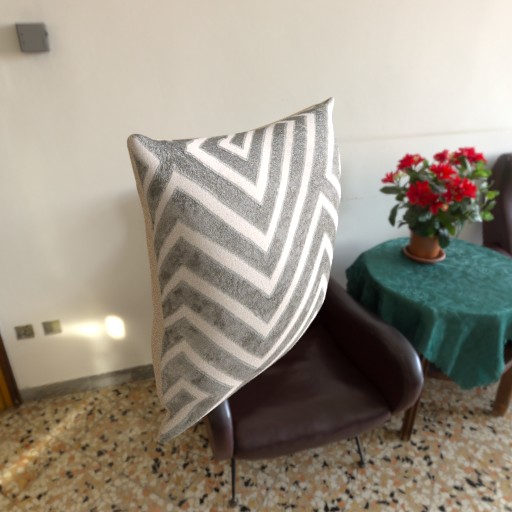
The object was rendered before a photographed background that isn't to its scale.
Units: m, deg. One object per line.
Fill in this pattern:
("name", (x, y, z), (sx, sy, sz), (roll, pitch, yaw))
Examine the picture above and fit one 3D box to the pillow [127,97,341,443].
("pillow", (0.000, 0.000, 0.691), (0.182, 0.441, 0.440), (19, 33, 33))
